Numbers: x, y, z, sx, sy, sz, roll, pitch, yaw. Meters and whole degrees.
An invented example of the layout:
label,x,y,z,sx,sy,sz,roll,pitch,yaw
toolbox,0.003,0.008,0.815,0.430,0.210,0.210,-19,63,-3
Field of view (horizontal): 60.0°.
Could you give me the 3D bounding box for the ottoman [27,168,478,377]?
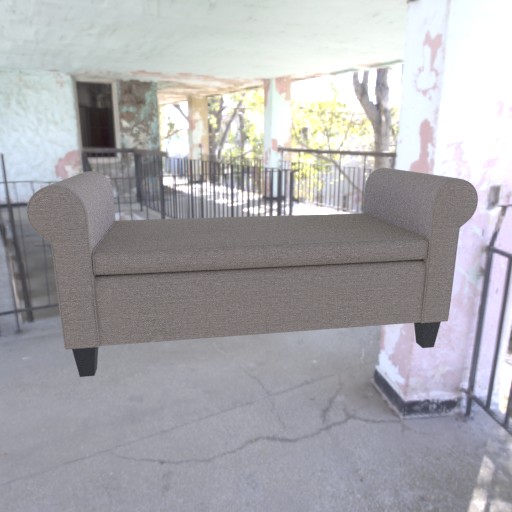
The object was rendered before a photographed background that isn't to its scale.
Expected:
label,x,y,z,sx,sy,sz,roll,pitch,yaw
ottoman,0.000,0.000,1.507,1.256,0.547,0.521,-3,15,-9
